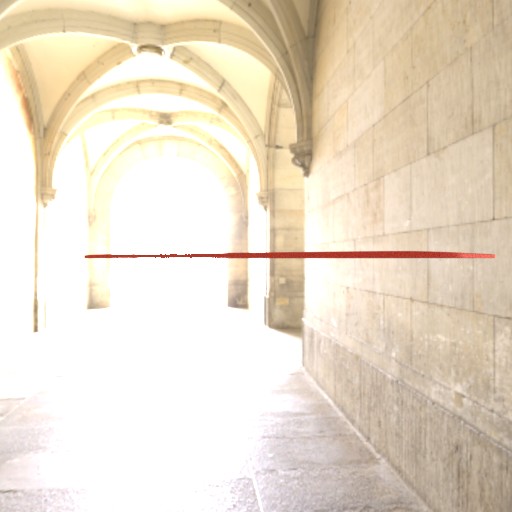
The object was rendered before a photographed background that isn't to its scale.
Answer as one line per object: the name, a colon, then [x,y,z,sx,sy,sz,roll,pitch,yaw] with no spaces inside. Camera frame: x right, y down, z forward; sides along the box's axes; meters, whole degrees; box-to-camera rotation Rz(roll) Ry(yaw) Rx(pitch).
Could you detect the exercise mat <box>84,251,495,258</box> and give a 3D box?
exercise mat: [0.000,0.000,2.015,1.869,0.021,0.616,0,0,37]
